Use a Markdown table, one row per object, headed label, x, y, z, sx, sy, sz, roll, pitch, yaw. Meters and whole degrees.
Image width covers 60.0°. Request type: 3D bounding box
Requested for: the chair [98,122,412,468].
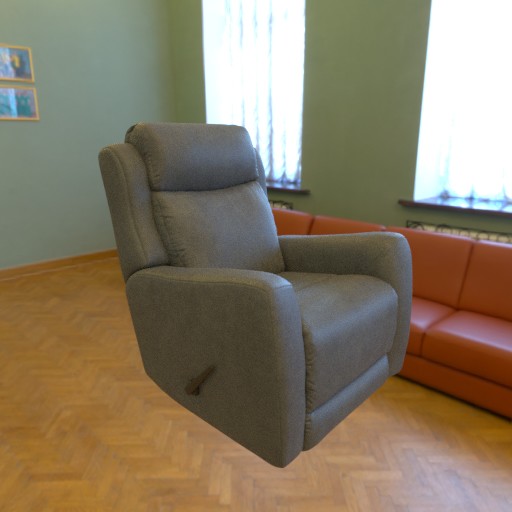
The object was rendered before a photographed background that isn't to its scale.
| label | x | y | z | sx | sy | sz | roll | pitch | yaw |
| --- | --- | --- | --- | --- | --- | --- | --- | --- | --- |
| chair | 0.000 | 0.000 | 1.917 | 1.068 | 1.116 | 0.967 | 14 | 20 | 41 |
